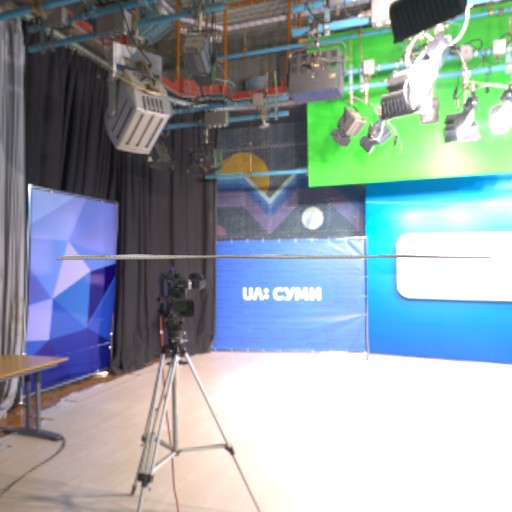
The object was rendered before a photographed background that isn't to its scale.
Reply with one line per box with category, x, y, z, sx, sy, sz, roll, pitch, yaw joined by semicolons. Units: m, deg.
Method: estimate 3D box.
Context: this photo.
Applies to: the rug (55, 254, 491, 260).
rug;0.000;0.000;4.322;3.333;0.027;2.428;0;0;-18
